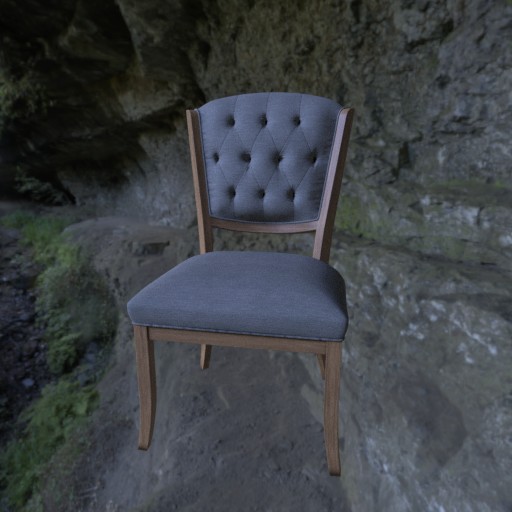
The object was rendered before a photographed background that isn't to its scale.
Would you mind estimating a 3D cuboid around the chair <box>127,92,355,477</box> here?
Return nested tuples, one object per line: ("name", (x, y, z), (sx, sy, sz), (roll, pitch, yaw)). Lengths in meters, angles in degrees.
("chair", (0.000, 0.000, 1.239), (0.513, 0.905, 0.584), (3, 15, 10))
